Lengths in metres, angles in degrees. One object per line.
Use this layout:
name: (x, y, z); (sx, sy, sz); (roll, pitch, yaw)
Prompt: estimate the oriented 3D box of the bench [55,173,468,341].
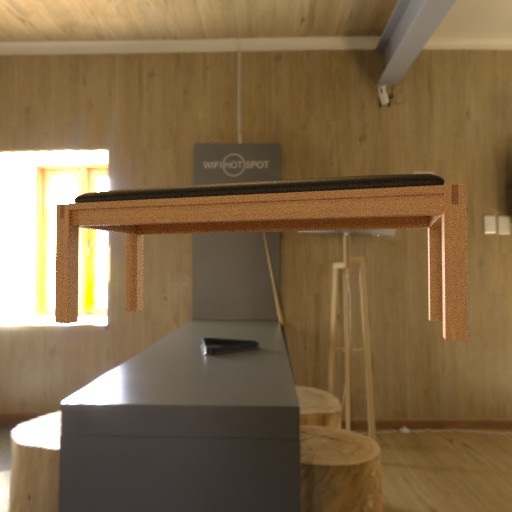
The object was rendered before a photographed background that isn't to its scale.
bench: (0.000, 0.000, 1.460); (1.202, 0.430, 0.450); (0, -2, 16)
